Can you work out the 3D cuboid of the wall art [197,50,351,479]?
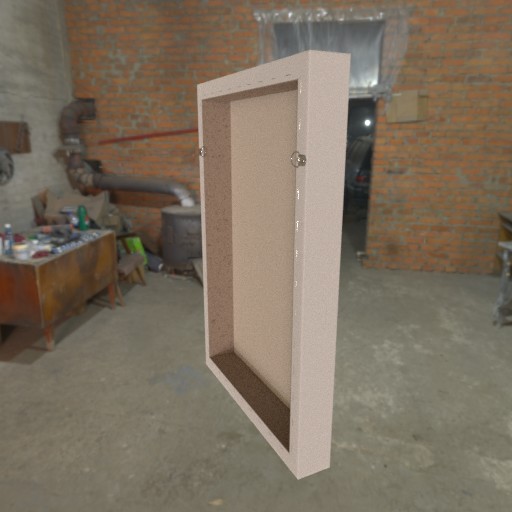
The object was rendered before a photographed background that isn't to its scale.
[{"bbox_3d":[0.000,0.000,0.494,0.039,0.381,0.252,-7,17,-26],"label":"wall art"}]
